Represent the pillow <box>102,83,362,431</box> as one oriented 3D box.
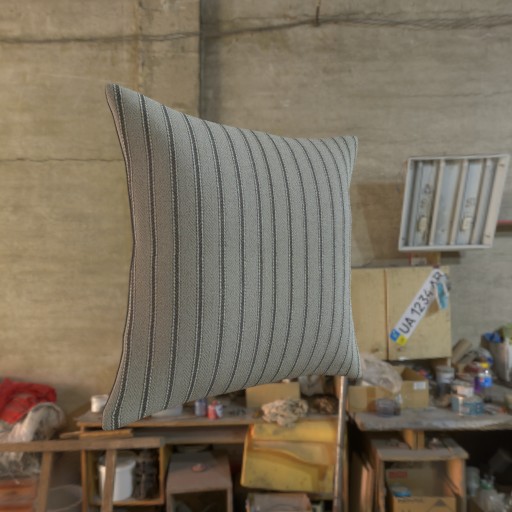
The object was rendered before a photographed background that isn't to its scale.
[{"bbox_3d":[0.000,0.000,0.685,0.468,0.444,0.138,0,-1,-35],"label":"pillow"}]
